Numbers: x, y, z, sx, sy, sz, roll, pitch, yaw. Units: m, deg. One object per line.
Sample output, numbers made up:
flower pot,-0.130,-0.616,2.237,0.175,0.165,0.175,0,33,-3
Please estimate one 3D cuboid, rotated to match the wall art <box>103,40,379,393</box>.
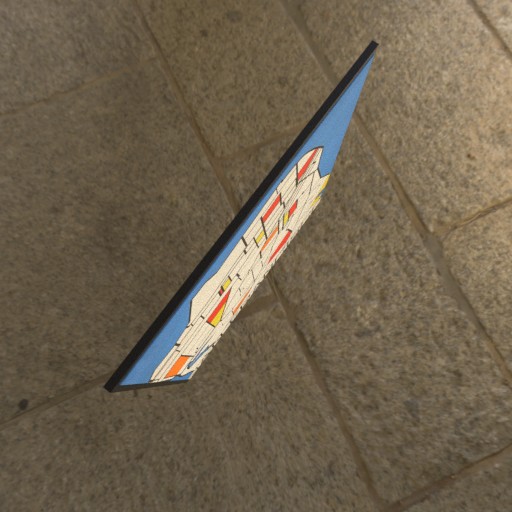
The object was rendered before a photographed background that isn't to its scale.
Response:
wall art,0.000,0.000,0.967,0.015,0.663,0.664,35,78,9
